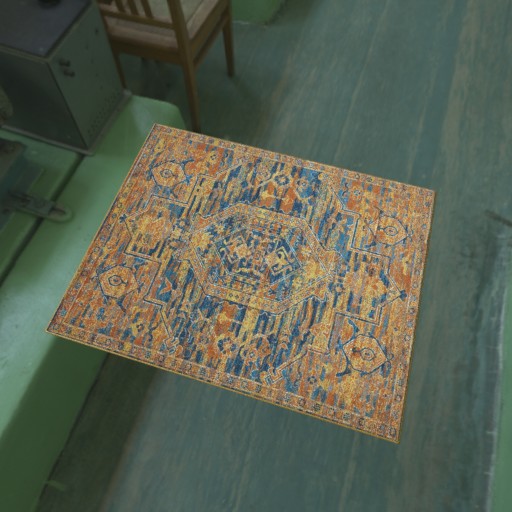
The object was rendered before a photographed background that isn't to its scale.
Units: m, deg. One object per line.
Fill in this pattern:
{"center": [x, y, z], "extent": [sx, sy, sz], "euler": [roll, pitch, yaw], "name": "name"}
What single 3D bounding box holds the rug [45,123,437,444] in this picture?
{"center": [0.000, 0.000, 4.102], "extent": [3.040, 0.031, 2.435], "euler": [15, 65, 7], "name": "rug"}
